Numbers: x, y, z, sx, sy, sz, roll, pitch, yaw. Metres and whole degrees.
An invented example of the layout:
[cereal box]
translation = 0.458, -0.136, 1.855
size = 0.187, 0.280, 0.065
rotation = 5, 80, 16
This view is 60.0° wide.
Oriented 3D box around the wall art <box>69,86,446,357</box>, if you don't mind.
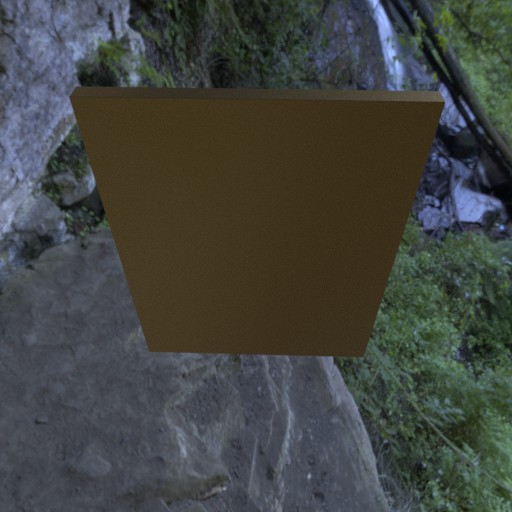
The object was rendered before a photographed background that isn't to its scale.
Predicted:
[wall art]
translation = 0.000, 0.000, 1.002
size = 0.610, 0.762, 0.038
rotation = 1, 46, 1
